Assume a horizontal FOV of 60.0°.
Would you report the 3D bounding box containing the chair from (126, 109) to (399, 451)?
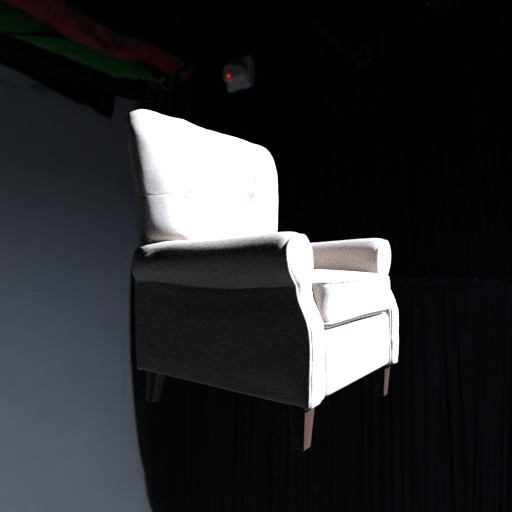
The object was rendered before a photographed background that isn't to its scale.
[{"bbox_3d":[0.000,0.000,1.935,1.025,1.209,0.942,0,0,37],"label":"chair"}]
